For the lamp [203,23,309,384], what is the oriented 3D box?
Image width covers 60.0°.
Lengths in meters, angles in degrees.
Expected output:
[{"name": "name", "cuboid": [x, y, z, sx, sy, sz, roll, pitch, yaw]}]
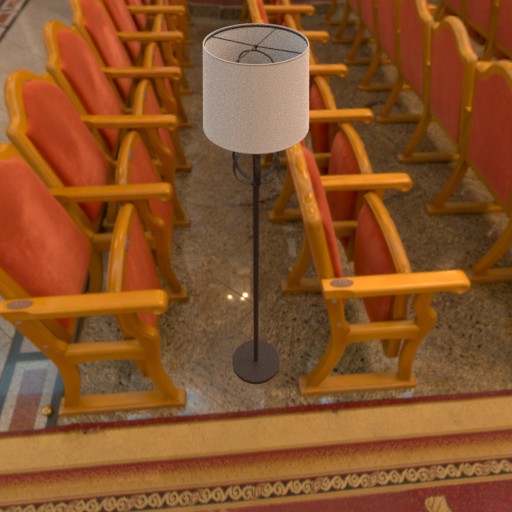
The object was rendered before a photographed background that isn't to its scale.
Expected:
[{"name": "lamp", "cuboid": [0.000, 0.000, 1.578, 0.286, 1.462, 0.286, -4, 46, -3]}]
